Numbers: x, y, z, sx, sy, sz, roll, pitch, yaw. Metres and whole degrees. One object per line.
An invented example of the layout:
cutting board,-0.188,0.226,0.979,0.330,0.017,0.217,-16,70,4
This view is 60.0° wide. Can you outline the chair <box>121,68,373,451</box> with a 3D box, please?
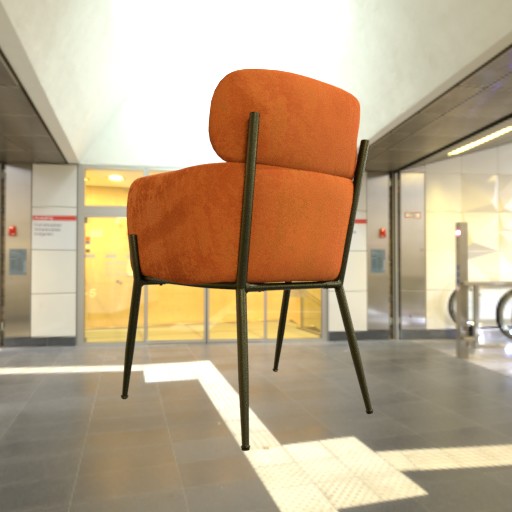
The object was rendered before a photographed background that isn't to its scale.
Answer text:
chair,0.000,0.000,1.158,0.561,0.772,0.523,1,-1,-36
